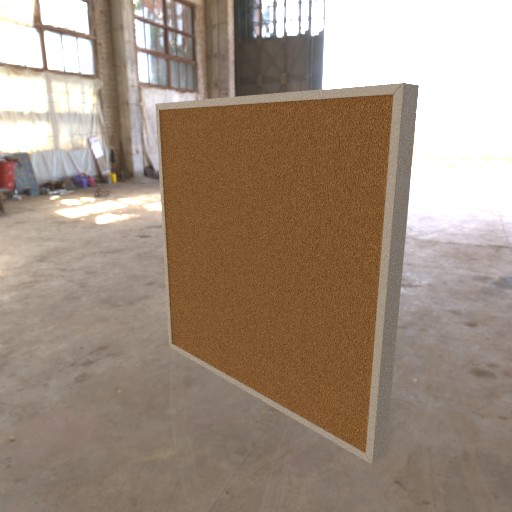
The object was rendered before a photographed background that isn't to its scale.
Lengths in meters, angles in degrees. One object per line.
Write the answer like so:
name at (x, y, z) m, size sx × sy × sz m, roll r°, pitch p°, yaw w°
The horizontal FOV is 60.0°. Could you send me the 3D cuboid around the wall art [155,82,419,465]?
wall art at (0.000, 0.000, 0.747) m, size 0.037 × 0.508 × 0.508 m, roll -15°, pitch 21°, yaw -43°
